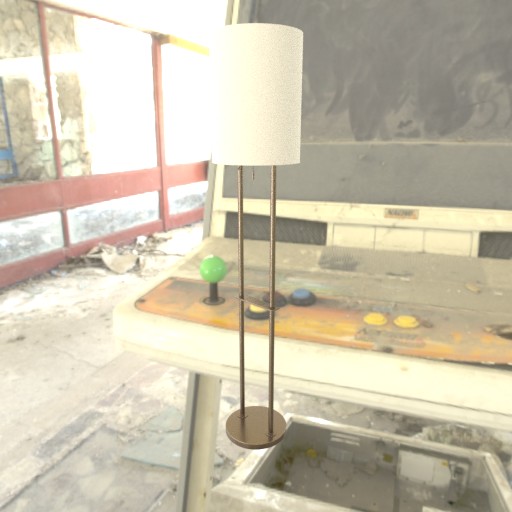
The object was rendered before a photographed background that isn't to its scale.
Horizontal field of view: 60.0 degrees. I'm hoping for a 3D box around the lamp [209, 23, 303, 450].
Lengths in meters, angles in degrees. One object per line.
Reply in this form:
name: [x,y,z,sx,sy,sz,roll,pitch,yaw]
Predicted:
lamp: [0.000,0.000,1.645,0.305,1.500,0.306,-15,22,-43]
